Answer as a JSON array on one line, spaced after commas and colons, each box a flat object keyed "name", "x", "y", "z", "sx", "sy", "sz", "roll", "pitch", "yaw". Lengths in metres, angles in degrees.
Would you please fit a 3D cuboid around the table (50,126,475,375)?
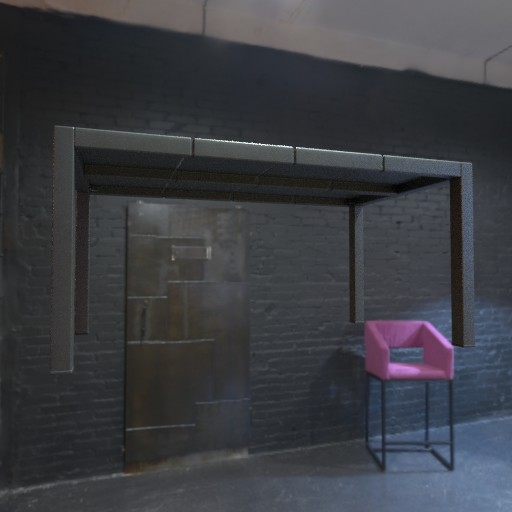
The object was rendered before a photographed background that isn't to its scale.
[{"name": "table", "x": 0.000, "y": 0.000, "z": 1.225, "sx": 0.965, "sy": 0.460, "sz": 0.559, "roll": 1, "pitch": -2, "yaw": -18}]
